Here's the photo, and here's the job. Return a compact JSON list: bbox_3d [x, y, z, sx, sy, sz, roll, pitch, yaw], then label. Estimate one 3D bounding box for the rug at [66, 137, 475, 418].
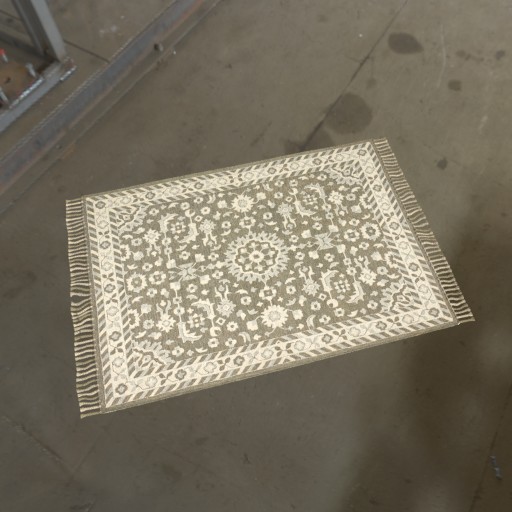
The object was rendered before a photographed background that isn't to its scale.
[{"bbox_3d":[0.000,0.000,2.948,2.431,0.025,1.530,-12,64,-6],"label":"rug"}]
